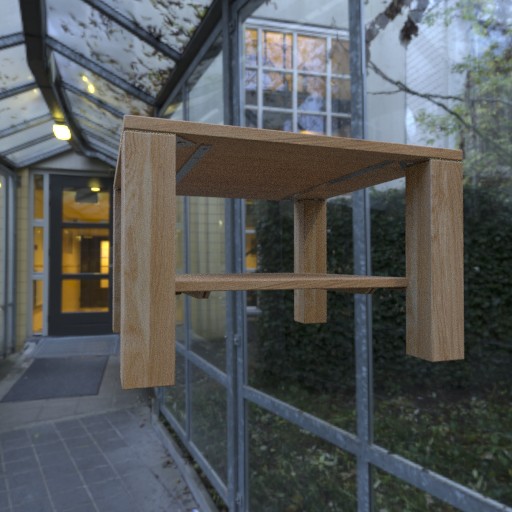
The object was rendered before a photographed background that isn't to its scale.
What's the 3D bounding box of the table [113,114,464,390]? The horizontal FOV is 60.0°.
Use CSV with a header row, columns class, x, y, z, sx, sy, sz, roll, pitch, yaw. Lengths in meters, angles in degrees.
class,x,y,z,sx,sy,sz,roll,pitch,yaw
table,0.000,0.000,1.166,0.700,0.450,0.700,0,-1,-19
